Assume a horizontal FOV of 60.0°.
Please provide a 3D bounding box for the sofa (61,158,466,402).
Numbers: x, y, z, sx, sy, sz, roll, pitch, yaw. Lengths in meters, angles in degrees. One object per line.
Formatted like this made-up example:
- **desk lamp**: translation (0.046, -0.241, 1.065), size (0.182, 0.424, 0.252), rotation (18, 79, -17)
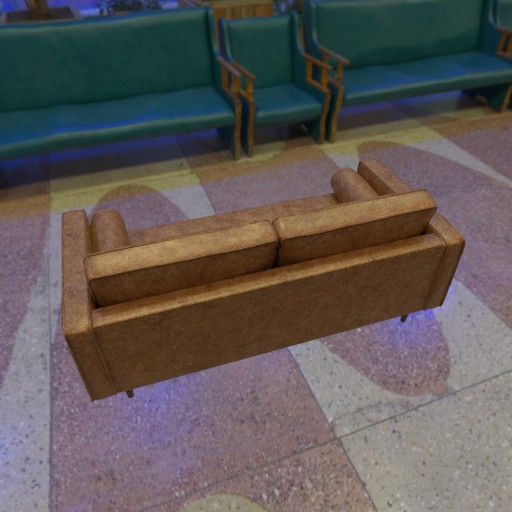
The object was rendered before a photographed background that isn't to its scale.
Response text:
- **sofa**: translation (0.000, 0.000, 2.404), size (1.920, 0.825, 0.924), rotation (-12, 42, -14)
